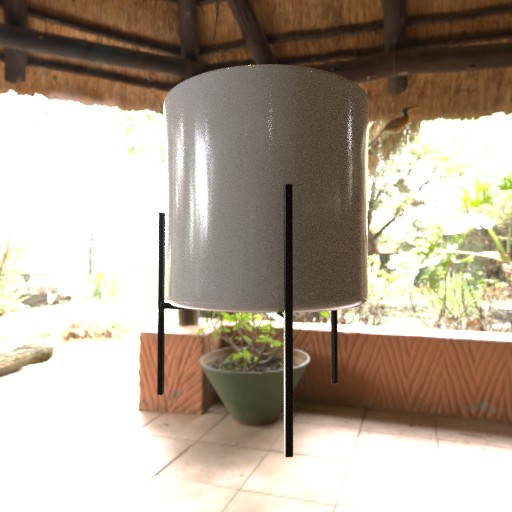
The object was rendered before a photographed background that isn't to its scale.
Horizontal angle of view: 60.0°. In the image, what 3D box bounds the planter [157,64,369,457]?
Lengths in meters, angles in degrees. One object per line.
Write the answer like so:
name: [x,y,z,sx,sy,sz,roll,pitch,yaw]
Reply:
planter: [0.000,0.000,0.723,0.361,0.480,0.360,-1,-2,19]
